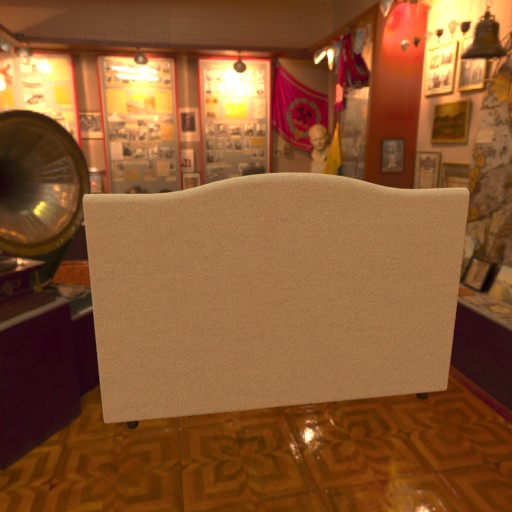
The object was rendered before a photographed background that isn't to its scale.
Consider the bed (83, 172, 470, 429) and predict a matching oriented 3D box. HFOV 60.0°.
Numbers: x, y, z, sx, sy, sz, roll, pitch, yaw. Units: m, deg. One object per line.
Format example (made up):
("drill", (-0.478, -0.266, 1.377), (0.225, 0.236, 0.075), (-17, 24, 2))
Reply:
("bed", (0.000, 0.000, 3.498), (2.083, 1.421, 2.182), (-2, 14, -9))
